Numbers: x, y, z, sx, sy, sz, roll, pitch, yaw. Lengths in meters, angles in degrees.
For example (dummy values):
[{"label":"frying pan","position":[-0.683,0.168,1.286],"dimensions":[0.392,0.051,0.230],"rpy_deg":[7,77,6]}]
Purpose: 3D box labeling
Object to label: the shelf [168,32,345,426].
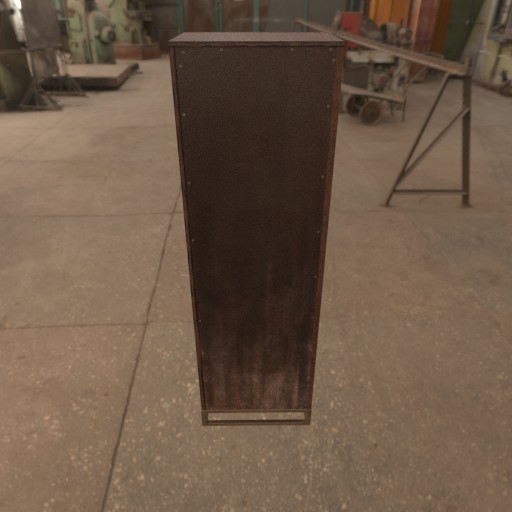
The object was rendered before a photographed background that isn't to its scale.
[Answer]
[{"label":"shelf","position":[0.000,0.000,1.942],"dimensions":[0.539,1.732,0.395],"rpy_deg":[0,30,-1]}]
